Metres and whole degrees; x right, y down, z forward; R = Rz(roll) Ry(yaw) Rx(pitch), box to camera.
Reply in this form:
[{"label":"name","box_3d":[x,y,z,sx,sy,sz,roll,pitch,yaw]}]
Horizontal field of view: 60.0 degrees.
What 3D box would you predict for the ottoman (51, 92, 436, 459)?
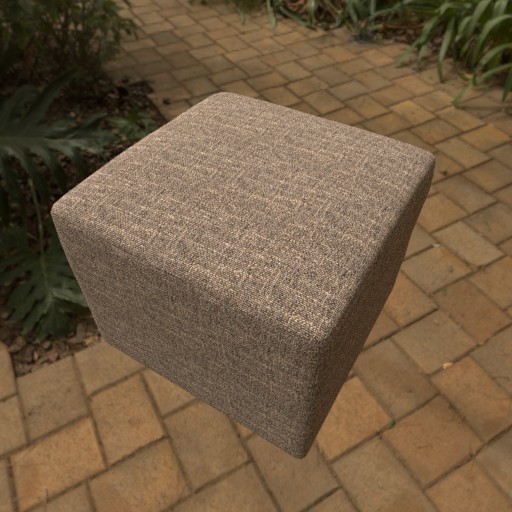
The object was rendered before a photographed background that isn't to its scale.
[{"label":"ottoman","box_3d":[0.000,0.000,0.921,0.521,0.453,0.512,24,51,21]}]
